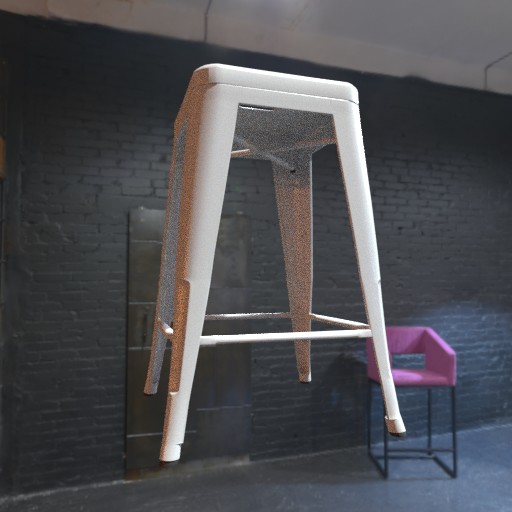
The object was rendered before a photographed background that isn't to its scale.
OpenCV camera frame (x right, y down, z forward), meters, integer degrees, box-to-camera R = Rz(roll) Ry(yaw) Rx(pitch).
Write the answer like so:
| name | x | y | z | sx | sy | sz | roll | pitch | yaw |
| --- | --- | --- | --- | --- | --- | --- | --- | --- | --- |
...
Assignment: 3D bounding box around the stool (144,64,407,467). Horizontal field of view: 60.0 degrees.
| name | x | y | z | sx | sy | sz | roll | pitch | yaw |
| --- | --- | --- | --- | --- | --- | --- | --- | --- | --- |
| stool | 0.000 | 0.000 | 0.880 | 0.406 | 0.610 | 0.406 | 1 | -3 | -17 |
